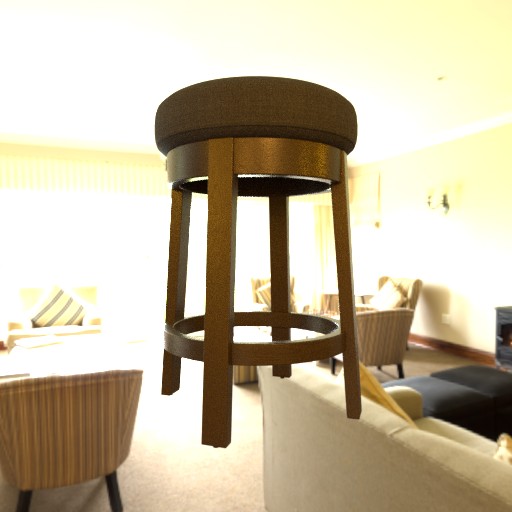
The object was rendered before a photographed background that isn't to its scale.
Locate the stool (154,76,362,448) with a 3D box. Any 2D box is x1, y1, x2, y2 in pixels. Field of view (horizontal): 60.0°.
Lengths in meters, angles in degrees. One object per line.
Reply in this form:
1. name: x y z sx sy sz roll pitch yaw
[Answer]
1. stool: 0.000 0.000 0.964 0.449 0.655 0.449 0 1 0
